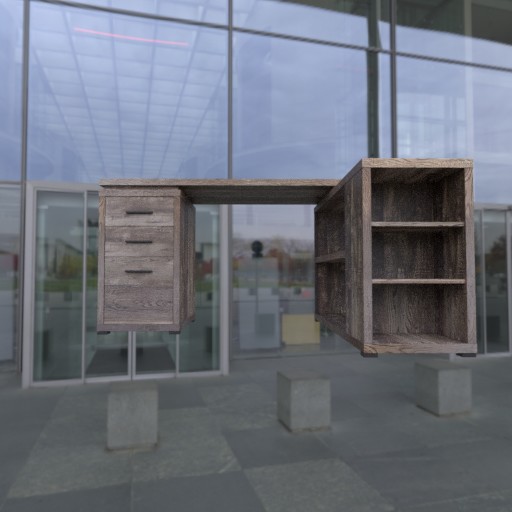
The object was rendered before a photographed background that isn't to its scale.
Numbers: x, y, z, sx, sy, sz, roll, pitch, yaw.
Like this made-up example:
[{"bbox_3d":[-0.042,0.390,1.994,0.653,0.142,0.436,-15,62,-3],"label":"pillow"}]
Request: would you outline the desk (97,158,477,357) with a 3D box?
[{"bbox_3d":[0.000,0.000,2.145,1.524,0.753,1.200,0,-2,-1],"label":"desk"}]
